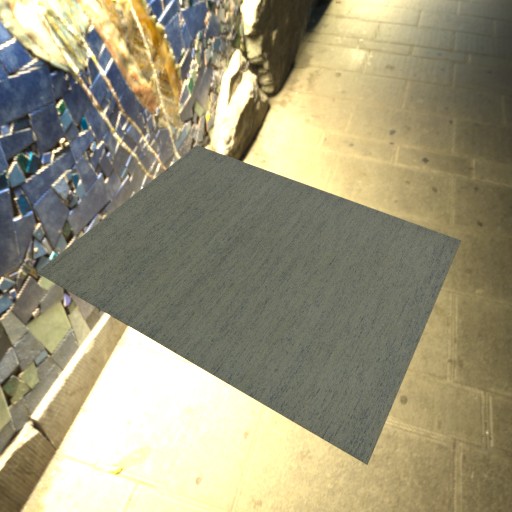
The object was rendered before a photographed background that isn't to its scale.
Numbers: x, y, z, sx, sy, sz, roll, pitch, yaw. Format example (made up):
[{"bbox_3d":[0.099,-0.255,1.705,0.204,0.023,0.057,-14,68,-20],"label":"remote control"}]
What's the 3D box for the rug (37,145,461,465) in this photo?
[{"bbox_3d":[0.000,0.000,4.179,3.197,0.006,2.438,24,51,21],"label":"rug"}]
